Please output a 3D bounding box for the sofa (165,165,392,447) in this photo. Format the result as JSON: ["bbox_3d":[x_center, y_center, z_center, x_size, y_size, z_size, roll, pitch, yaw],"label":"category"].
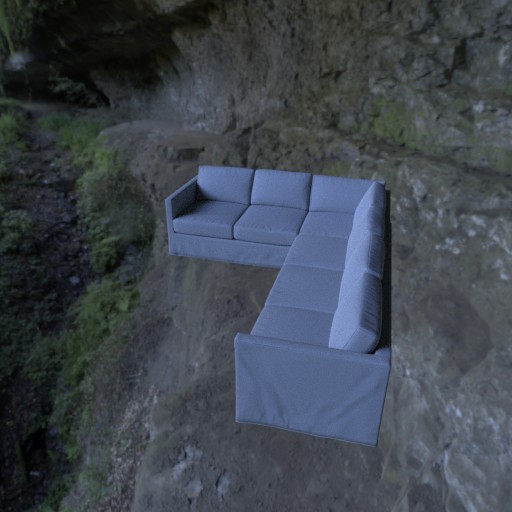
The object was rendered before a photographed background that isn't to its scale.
[{"bbox_3d":[0.000,0.000,4.215,2.432,0.871,3.182,7,28,14],"label":"sofa"}]
